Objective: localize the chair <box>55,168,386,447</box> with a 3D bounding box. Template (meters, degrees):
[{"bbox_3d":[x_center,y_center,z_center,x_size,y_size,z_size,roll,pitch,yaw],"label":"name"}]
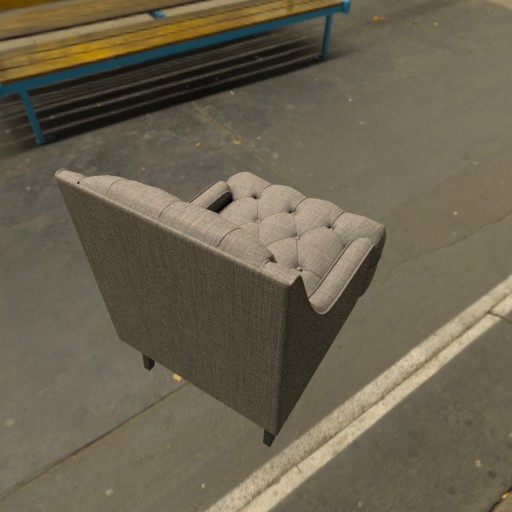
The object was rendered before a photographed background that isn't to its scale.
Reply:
[{"bbox_3d":[0.000,0.000,1.441,0.655,0.891,0.771,24,51,22],"label":"chair"}]
